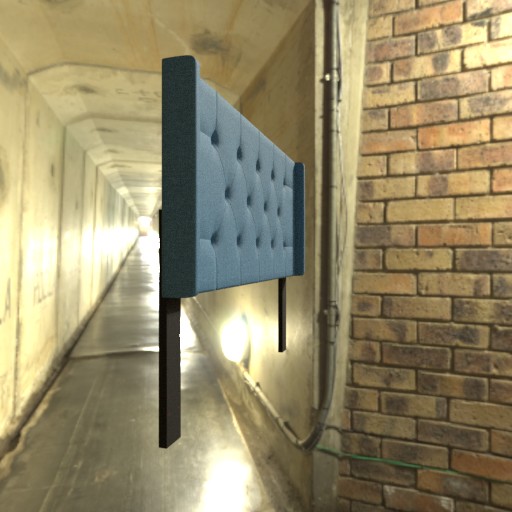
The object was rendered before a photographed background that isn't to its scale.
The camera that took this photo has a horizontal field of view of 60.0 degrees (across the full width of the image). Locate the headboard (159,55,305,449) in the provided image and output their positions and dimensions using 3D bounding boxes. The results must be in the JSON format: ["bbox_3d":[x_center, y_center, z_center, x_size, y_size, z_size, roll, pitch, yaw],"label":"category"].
[{"bbox_3d":[0.000,0.000,2.666,0.184,1.524,2.051,0,0,18],"label":"headboard"}]
